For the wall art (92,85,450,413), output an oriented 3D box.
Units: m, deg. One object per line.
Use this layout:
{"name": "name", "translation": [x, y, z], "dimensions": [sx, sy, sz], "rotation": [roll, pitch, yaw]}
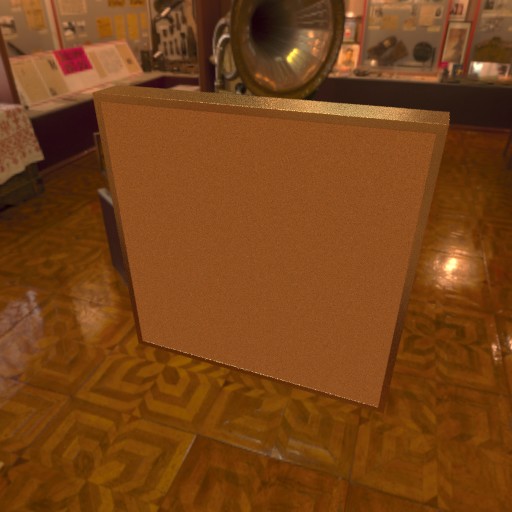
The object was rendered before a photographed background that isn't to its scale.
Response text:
{"name": "wall art", "translation": [0.000, 0.000, 0.452], "dimensions": [0.304, 0.304, 0.038], "rotation": [11, 33, 18]}
